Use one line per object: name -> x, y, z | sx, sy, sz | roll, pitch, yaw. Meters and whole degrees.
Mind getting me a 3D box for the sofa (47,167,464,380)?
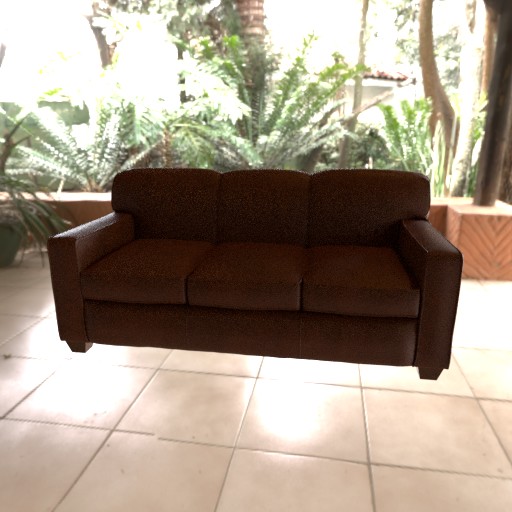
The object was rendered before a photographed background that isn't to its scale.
sofa -> 0.000, 0.000, 2.570 | 2.039, 0.953, 1.008 | 2, 16, 8
